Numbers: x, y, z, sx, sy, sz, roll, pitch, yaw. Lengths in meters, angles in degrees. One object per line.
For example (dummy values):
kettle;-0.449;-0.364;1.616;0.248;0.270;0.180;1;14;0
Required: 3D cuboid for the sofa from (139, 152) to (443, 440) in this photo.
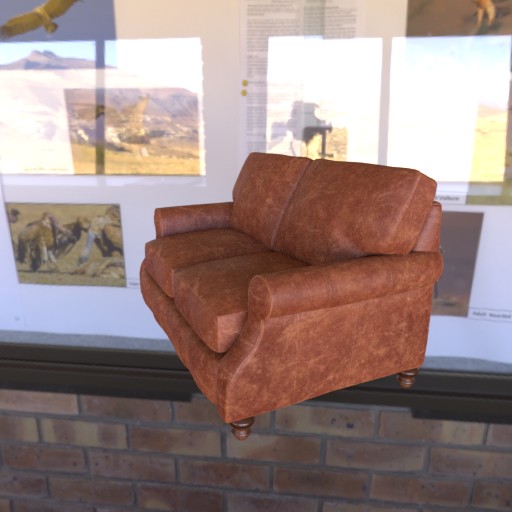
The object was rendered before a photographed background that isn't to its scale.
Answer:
sofa;0.000;0.000;2.263;0.990;0.967;1.616;-8;18;-25
